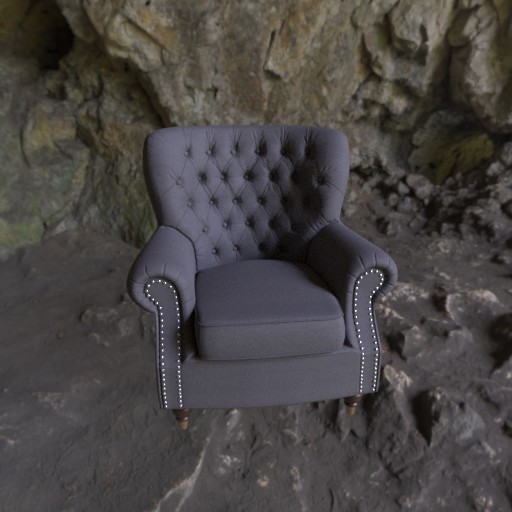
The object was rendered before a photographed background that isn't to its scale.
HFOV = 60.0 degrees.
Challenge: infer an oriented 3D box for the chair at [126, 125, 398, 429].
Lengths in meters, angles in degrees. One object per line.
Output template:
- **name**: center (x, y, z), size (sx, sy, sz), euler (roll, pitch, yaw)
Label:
- **chair**: center (0.000, 0.000, 1.869), size (0.983, 1.046, 0.983), euler (-2, 18, -7)
